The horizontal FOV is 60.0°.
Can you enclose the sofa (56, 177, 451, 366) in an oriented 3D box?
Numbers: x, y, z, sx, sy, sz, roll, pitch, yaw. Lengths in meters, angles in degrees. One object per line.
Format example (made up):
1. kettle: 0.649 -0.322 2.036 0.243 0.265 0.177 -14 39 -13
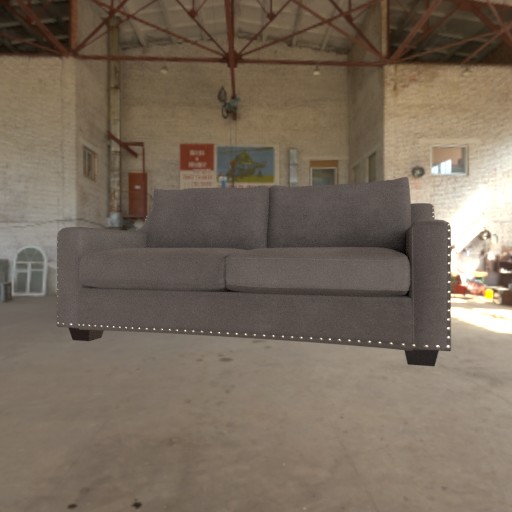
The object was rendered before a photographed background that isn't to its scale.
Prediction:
1. sofa: 0.000 0.000 3.297 2.550 1.196 1.336 0 0 18
